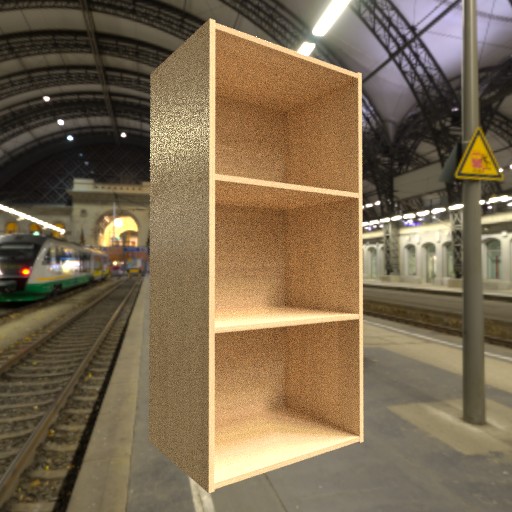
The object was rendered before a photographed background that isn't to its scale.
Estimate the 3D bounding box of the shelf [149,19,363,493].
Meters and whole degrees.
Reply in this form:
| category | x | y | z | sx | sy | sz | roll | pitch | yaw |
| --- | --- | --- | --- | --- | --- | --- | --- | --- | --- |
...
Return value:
| category | x | y | z | sx | sy | sz | roll | pitch | yaw |
| --- | --- | --- | --- | --- | --- | --- | --- | --- | --- |
| shelf | 0.000 | 0.000 | 1.056 | 0.417 | 0.876 | 0.292 | 1 | -1 | -35 |
